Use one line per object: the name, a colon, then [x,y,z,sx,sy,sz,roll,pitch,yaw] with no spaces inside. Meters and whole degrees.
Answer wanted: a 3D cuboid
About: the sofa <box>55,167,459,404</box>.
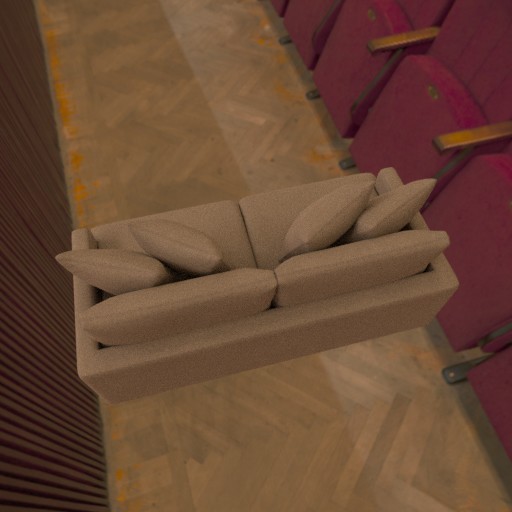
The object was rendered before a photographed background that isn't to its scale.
sofa: [0.000,0.000,3.033,2.380,1.084,1.228,-12,58,-8]
